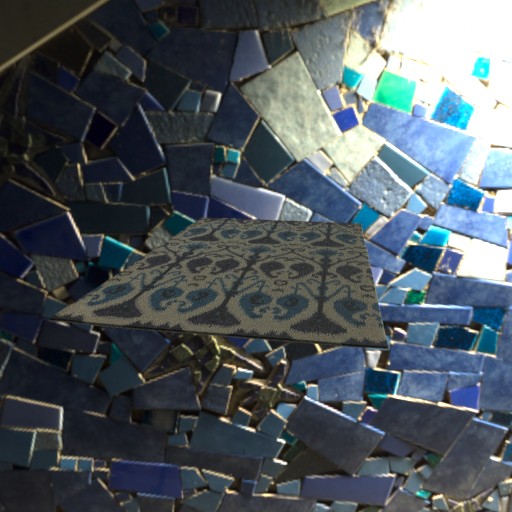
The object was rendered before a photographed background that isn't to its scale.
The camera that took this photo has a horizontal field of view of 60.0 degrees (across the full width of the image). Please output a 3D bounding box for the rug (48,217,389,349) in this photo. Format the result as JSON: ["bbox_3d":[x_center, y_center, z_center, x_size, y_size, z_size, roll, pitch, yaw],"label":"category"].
[{"bbox_3d":[0.000,0.000,2.143,1.072,0.013,1.698,3,17,10],"label":"rug"}]
